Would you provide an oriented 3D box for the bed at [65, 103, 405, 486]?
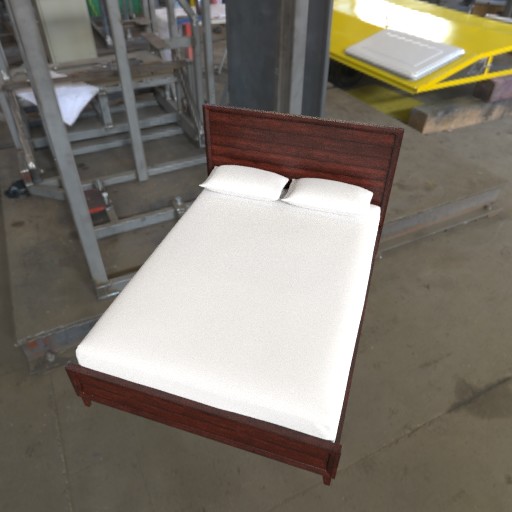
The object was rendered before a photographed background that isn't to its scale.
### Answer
[{"bbox_3d":[0.000,0.000,3.879,2.040,1.492,2.803,12,41,14],"label":"bed"}]
